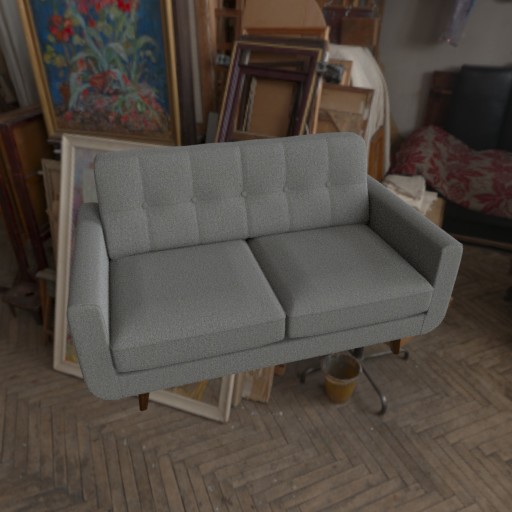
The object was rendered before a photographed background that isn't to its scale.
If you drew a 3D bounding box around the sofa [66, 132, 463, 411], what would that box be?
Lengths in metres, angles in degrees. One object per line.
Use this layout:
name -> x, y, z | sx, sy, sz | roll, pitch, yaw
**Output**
sofa -> 0.000, 0.000, 2.191 | 1.651, 0.925, 0.952 | -9, 32, -14
